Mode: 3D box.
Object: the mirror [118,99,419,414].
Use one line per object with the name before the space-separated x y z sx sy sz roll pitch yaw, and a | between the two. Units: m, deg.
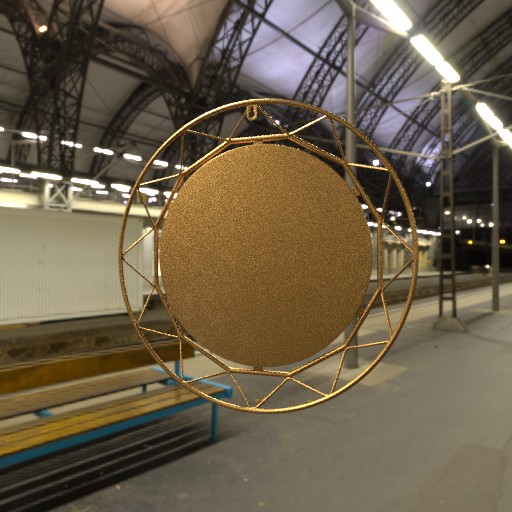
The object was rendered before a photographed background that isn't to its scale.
mirror | 0.000 0.000 0.660 0.454 0.454 0.043 0 -1 18
